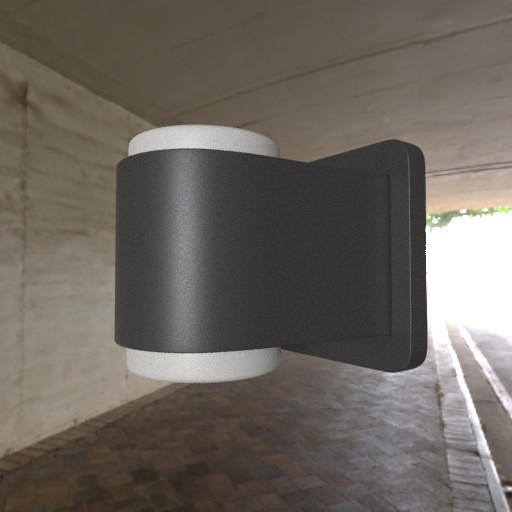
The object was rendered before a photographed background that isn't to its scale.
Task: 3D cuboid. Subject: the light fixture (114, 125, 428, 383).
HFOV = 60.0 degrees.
[{"bbox_3d":[0.000,0.000,0.213,0.132,0.109,0.109,1,-2,-37],"label":"light fixture"}]
